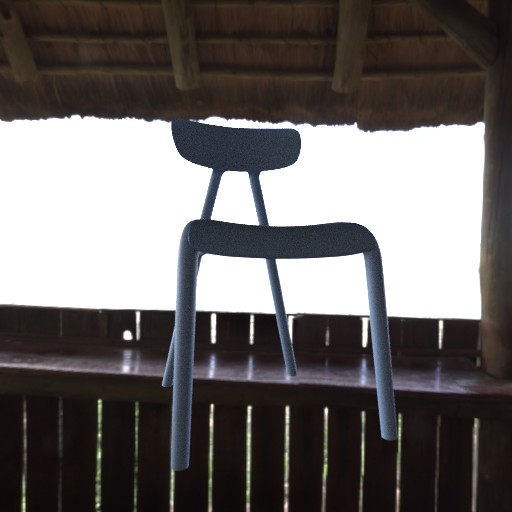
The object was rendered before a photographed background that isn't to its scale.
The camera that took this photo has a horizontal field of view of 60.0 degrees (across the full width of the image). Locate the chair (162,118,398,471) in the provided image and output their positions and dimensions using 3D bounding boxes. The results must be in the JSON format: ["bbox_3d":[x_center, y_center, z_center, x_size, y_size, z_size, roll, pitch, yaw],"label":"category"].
[{"bbox_3d":[0.000,0.000,0.836,0.356,0.580,0.401,0,1,-17],"label":"chair"}]
